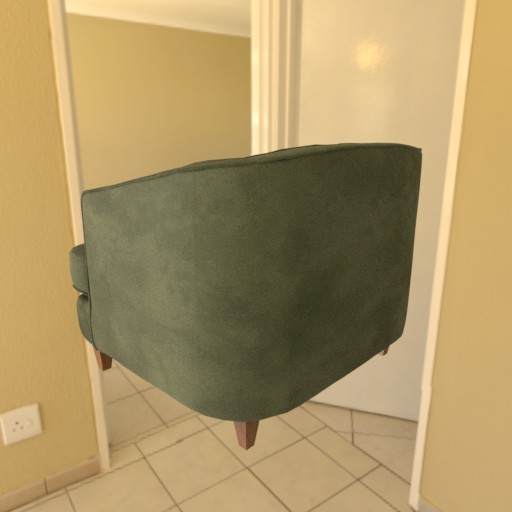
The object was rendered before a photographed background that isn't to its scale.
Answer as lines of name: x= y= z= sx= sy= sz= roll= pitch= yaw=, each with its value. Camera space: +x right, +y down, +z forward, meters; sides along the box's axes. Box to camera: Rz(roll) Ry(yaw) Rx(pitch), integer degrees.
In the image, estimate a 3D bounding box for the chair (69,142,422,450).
chair: x=0.000 y=0.000 z=1.691 sx=0.941 sy=0.852 sz=1.104 roll=15 pitch=22 yaw=43
